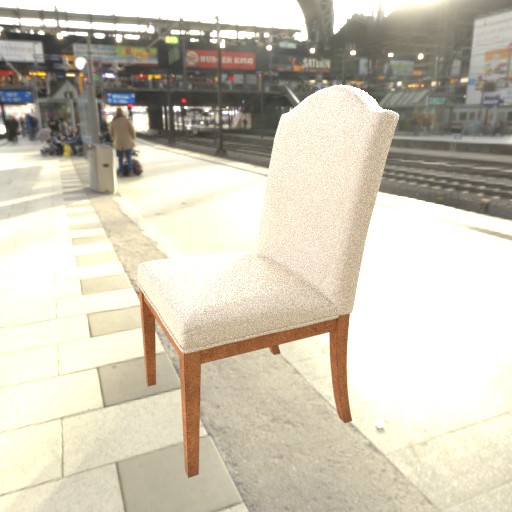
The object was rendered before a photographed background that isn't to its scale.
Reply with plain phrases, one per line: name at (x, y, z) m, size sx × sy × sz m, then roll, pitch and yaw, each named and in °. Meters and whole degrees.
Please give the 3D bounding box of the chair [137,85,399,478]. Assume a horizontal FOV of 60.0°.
chair at (0.000, 0.000, 1.381) m, size 0.648 × 1.012 × 0.534 m, roll -8°, pitch 19°, yaw -25°
